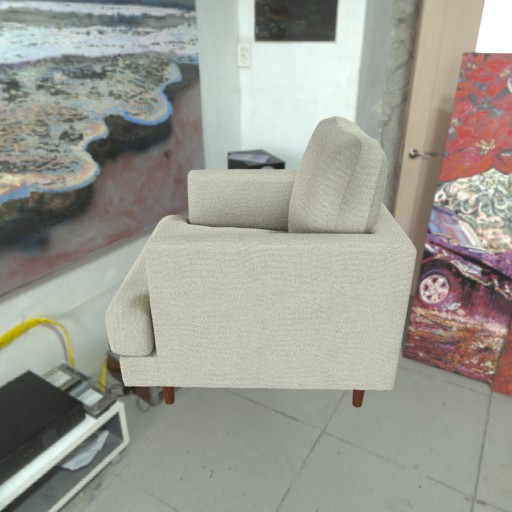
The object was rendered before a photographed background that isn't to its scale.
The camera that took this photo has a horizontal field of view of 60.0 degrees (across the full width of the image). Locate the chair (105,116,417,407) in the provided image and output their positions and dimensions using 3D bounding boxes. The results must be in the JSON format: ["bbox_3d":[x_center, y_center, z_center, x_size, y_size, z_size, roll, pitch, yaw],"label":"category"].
[{"bbox_3d":[0.000,0.000,1.665,0.899,0.957,0.858,1,26,1],"label":"chair"}]
